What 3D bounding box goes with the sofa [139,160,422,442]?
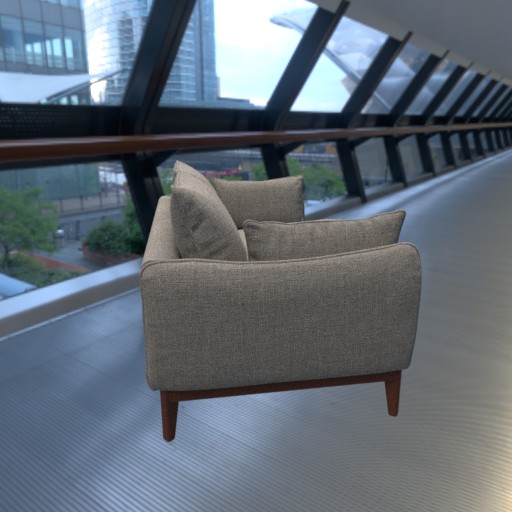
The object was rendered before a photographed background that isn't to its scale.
[{"bbox_3d":[0.000,0.000,2.150,0.972,0.851,1.580,-3,16,-9],"label":"sofa"}]
